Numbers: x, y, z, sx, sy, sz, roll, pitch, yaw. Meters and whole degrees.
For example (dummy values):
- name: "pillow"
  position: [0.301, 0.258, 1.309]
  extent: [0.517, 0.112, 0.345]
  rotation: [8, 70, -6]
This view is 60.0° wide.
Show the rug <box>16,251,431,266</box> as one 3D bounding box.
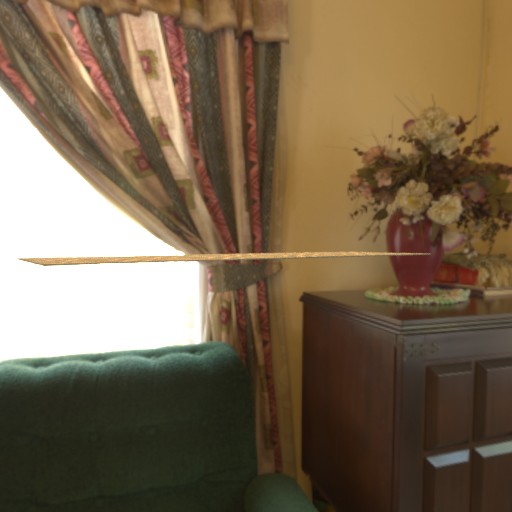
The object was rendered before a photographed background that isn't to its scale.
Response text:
- name: "rug"
  position: [0.000, 0.000, 2.449]
  extent: [2.275, 0.009, 0.684]
  rotation: [-1, 2, -36]
